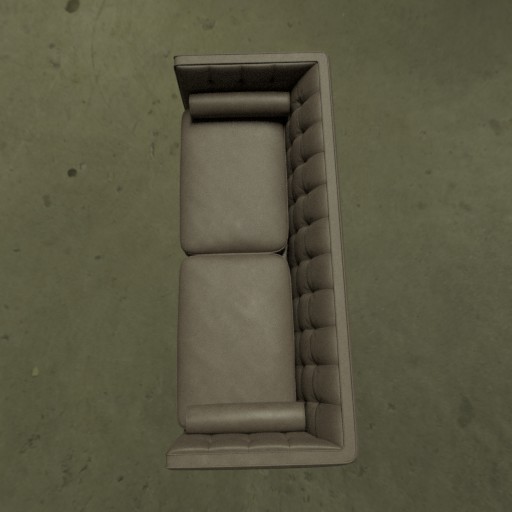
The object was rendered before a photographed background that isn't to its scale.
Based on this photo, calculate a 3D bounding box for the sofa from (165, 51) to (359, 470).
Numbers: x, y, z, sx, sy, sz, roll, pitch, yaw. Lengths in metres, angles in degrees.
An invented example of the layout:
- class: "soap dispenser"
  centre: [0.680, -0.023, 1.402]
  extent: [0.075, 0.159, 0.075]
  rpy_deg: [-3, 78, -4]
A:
- class: "sofa"
  centre: [0.000, 0.000, 2.506]
  extent: [0.867, 0.789, 2.087]
  rpy_deg: [-1, 76, 0]
